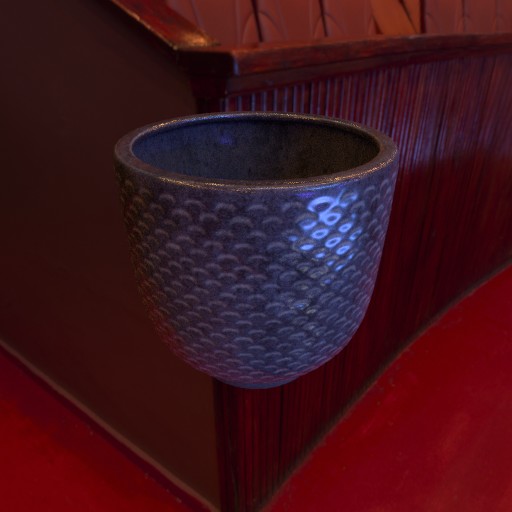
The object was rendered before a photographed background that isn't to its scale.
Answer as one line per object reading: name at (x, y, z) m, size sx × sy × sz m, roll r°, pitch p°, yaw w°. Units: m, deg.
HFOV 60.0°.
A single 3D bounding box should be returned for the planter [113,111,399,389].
planter at (0.000, 0.000, 0.359) m, size 0.197 × 0.191 × 0.197 m, roll 0°, pitch 29°, yaw 0°
